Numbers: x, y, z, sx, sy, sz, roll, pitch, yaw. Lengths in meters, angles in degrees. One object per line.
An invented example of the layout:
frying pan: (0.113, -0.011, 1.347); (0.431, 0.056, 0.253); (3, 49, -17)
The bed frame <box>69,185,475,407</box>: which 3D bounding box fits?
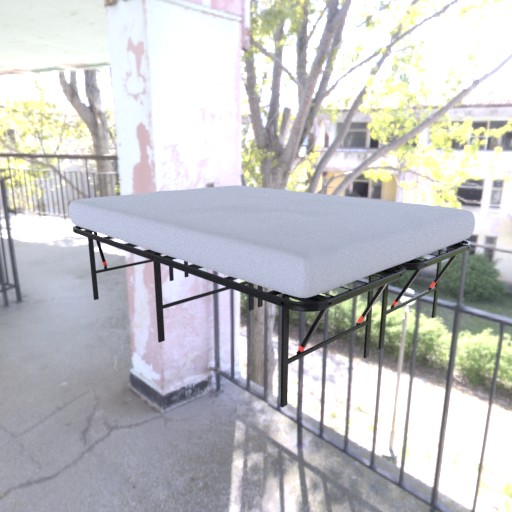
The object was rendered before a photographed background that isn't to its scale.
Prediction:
bed frame: (0.000, 0.000, 2.543); (1.372, 0.637, 1.905); (-14, 20, -42)
